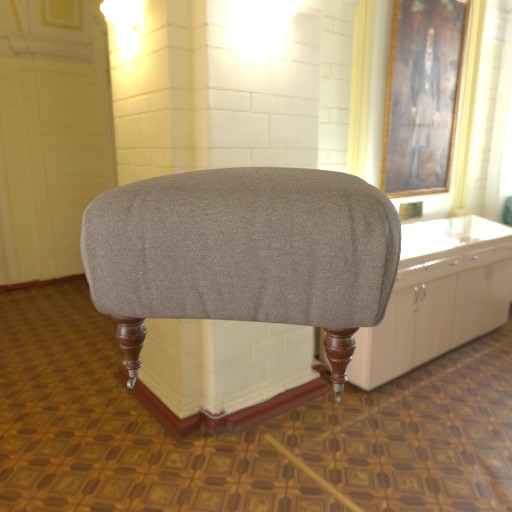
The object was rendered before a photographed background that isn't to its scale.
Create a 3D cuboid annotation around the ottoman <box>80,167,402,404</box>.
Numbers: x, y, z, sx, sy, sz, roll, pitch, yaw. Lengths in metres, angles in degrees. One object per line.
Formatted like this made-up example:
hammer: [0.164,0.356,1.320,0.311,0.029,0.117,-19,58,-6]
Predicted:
ottoman: [0.000,0.000,1.157,0.622,0.450,0.747,2,13,8]
